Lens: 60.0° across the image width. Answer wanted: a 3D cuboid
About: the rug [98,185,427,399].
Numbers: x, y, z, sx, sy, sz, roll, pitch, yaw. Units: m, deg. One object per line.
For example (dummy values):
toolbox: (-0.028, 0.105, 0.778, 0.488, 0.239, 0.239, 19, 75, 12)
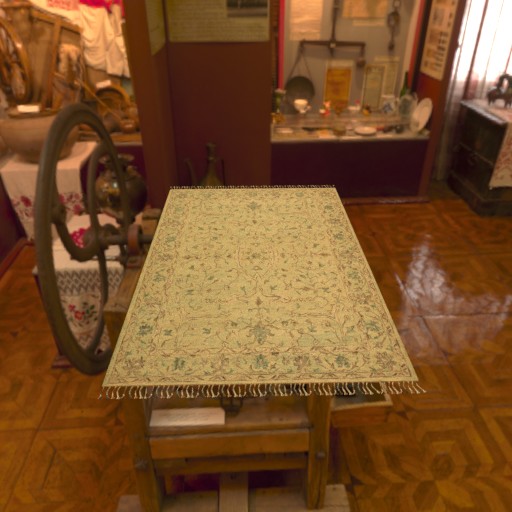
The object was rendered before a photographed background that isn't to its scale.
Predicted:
rug: (0.000, 0.000, 3.072, 1.544, 0.010, 2.435, -1, 32, -1)
